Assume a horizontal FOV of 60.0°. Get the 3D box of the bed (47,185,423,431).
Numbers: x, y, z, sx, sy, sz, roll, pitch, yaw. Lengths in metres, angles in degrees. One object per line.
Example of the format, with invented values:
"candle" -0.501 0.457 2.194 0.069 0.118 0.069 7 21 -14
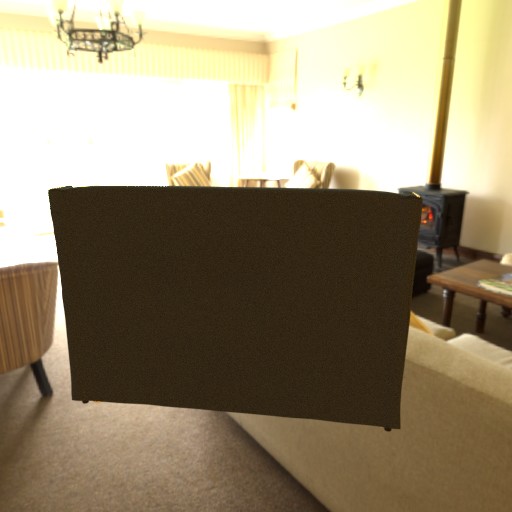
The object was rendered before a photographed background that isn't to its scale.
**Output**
"bed" 0.000 0.000 3.435 1.925 1.332 2.276 2 16 8
